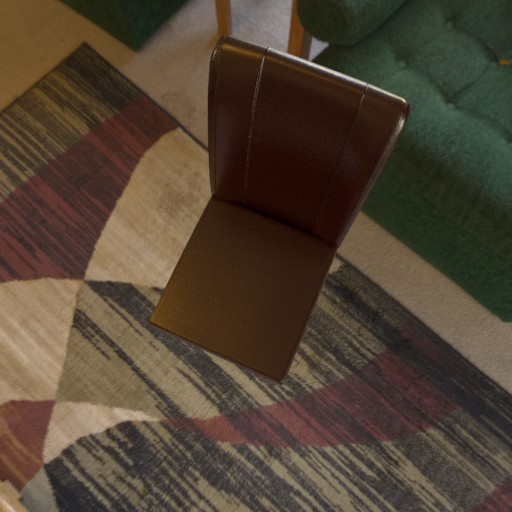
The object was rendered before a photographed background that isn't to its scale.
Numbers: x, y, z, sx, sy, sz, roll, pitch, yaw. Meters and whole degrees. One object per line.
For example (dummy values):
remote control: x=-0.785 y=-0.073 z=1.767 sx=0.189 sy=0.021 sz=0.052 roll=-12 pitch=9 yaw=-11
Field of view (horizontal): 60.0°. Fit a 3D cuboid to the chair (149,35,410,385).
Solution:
chair: x=0.000 y=0.000 z=1.184 sx=0.399 sy=0.897 sz=0.556 roll=23 pitch=76 yaw=6
